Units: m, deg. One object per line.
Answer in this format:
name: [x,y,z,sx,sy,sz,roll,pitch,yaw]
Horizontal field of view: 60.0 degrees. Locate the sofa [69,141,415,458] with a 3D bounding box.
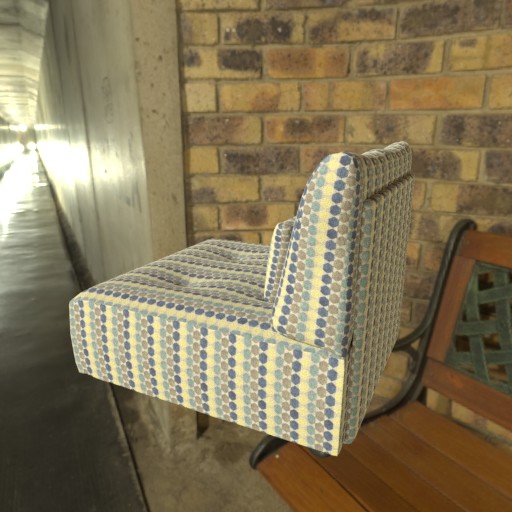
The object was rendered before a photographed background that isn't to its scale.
sofa: [0.000,0.000,1.682,1.000,0.830,0.930,8,18,25]
